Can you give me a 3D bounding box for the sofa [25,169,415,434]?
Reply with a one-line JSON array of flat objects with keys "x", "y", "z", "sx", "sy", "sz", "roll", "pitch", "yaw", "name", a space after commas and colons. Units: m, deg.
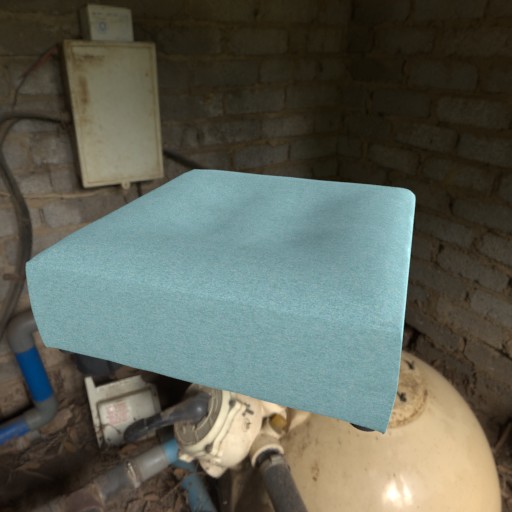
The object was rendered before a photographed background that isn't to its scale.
[{"x": 0.000, "y": 0.000, "z": 1.419, "sx": 0.930, "sy": 0.330, "sz": 0.930, "roll": 9, "pitch": 27, "yaw": 17, "name": "sofa"}]
